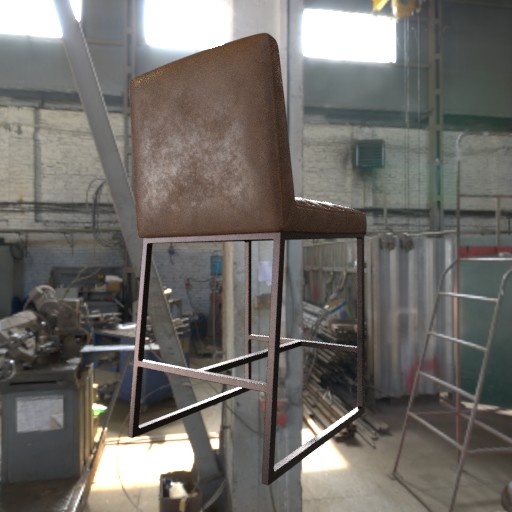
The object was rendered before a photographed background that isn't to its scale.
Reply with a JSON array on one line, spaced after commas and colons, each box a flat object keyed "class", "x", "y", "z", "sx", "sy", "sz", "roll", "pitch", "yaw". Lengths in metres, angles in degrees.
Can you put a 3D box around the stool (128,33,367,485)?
[{"class": "stool", "x": 0.000, "y": 0.000, "z": 1.252, "sx": 0.463, "sy": 0.942, "sz": 0.562, "roll": 0, "pitch": -1, "yaw": 35}]
